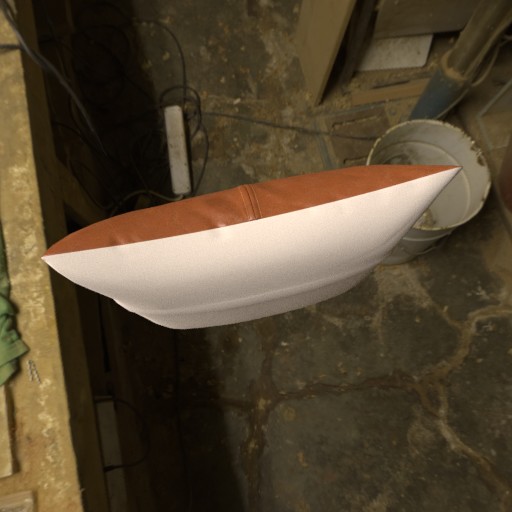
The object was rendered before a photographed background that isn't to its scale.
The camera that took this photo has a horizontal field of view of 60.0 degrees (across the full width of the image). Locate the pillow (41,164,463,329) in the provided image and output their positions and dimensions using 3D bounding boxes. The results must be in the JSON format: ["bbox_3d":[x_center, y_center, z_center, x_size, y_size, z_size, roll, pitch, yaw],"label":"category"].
[{"bbox_3d":[0.000,0.000,0.741,0.501,0.477,0.192,-12,76,-3],"label":"pillow"}]
